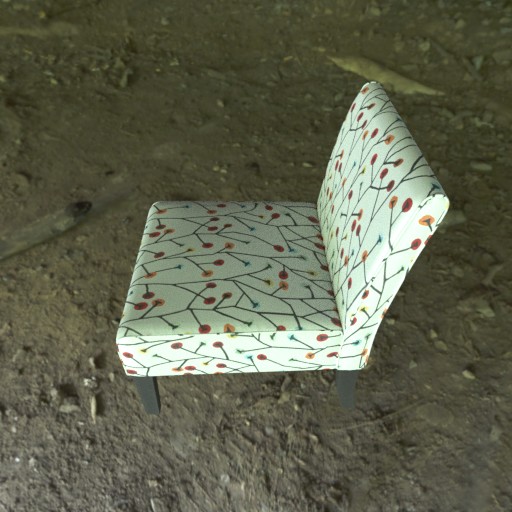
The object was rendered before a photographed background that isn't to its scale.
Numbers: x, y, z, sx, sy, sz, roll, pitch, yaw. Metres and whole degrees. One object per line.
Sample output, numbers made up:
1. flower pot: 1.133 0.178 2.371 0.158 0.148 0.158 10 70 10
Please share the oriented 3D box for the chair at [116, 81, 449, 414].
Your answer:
1. chair: 0.000 0.000 1.310 0.732 0.813 0.597 -1 42 -1
